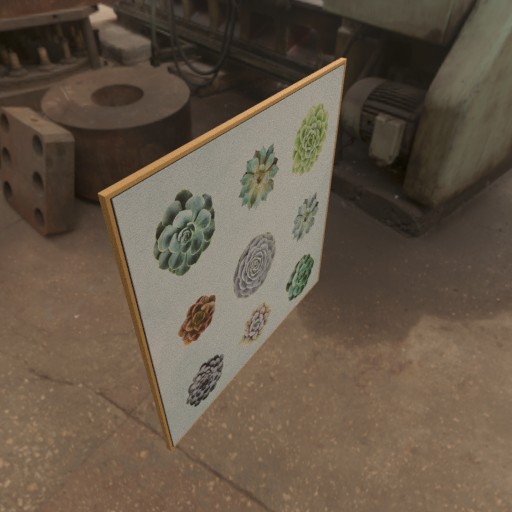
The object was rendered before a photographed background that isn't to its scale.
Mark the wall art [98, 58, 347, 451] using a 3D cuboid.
[{"bbox_3d":[0.000,0.000,0.958,0.014,0.655,0.657,25,46,26],"label":"wall art"}]
